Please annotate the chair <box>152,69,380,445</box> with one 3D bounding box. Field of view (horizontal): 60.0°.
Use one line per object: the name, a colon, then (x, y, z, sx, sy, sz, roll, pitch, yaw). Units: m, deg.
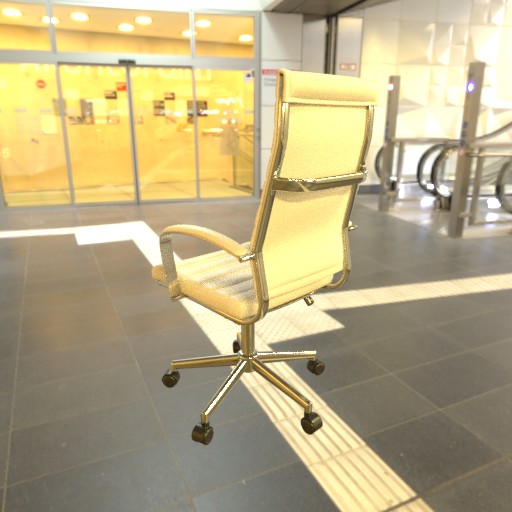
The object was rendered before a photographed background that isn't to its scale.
chair: (0.000, 0.000, 1.561, 0.679, 1.149, 0.679, -16, 23, -42)
